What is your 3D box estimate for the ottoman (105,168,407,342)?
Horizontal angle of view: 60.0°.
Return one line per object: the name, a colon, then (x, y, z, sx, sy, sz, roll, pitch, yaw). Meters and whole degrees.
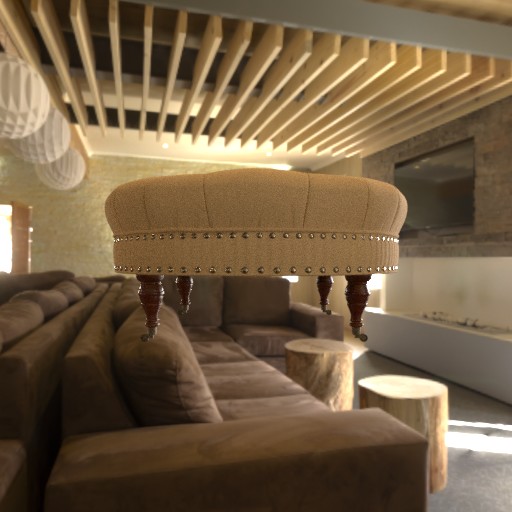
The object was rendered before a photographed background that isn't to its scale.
ottoman: (0.000, 0.000, 1.390, 0.901, 0.439, 0.901, 0, 0, 0)
